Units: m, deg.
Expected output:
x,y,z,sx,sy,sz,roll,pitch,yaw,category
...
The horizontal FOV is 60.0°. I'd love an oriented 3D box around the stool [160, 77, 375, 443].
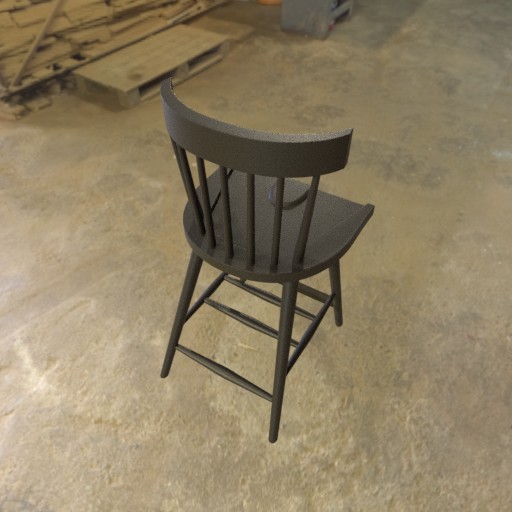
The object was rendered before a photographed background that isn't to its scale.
x,y,z,sx,sy,sz,roll,pitch,yaw,category
0.000,0.000,1.286,0.494,0.953,0.549,23,50,21,stool
